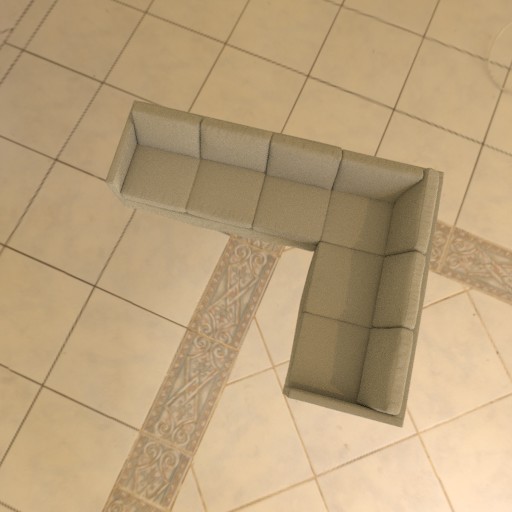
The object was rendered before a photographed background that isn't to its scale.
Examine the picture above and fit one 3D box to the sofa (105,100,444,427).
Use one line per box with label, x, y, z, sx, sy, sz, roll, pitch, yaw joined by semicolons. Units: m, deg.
sofa;0.000;0.000;4.353;3.182;0.871;2.432;14;77;3
